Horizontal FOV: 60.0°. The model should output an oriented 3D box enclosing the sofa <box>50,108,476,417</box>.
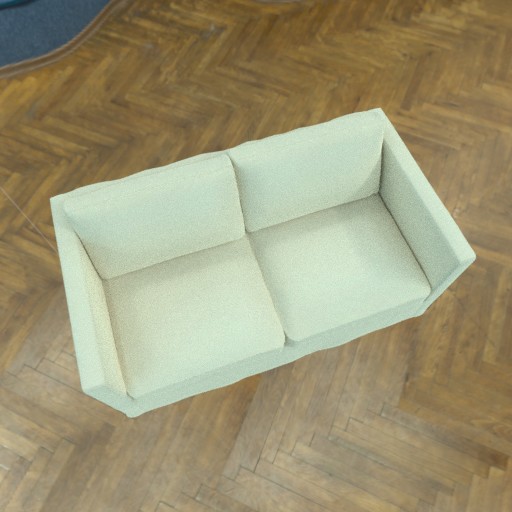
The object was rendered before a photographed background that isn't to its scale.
[{"bbox_3d":[0.000,0.000,2.242,1.746,0.834,0.962,-17,65,-9],"label":"sofa"}]
